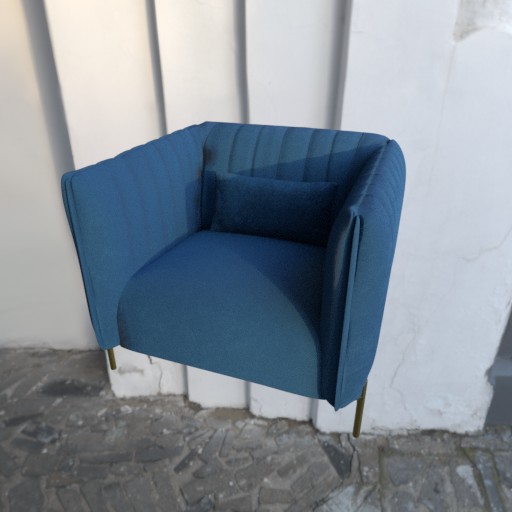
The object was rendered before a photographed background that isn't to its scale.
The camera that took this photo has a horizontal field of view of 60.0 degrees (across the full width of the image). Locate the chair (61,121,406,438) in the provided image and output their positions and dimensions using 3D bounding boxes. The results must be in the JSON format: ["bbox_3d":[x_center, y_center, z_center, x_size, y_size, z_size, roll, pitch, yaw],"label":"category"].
[{"bbox_3d":[0.000,0.000,1.615,0.947,0.793,0.877,9,29,18],"label":"chair"}]
